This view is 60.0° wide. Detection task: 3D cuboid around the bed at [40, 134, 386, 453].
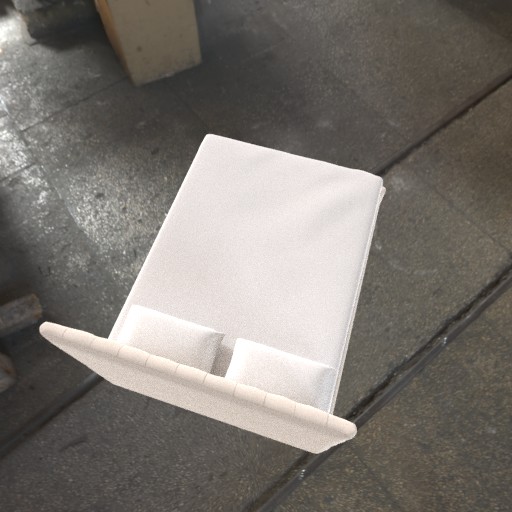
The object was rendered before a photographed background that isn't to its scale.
[{"bbox_3d":[0.000,0.000,3.275,1.696,1.426,2.233,16,65,8],"label":"bed"}]
